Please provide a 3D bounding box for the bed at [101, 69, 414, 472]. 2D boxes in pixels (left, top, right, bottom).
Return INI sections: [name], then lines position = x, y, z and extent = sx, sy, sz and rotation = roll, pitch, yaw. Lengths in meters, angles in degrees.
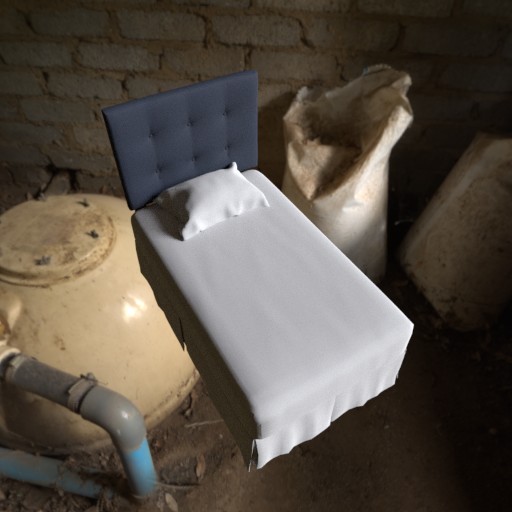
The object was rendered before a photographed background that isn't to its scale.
[bed]
position = 0.000, 0.000, 3.011
extent = 1.261, 1.571, 1.997
rotation = -24, 51, -21
